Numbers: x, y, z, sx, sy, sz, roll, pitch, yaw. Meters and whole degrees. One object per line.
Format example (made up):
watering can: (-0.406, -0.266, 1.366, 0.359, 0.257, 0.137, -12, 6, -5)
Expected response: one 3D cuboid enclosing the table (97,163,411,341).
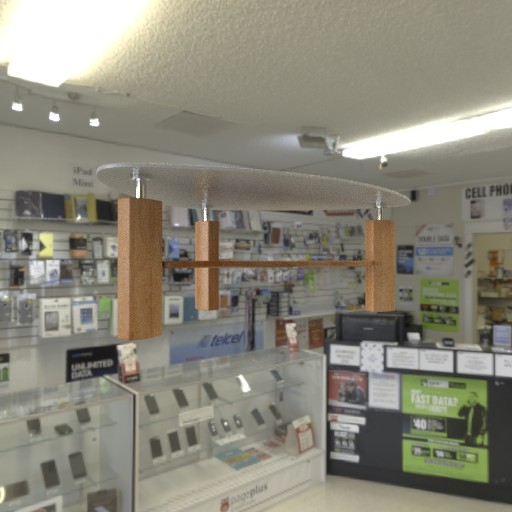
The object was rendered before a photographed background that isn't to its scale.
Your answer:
table: (0.000, 0.000, 1.626, 1.250, 0.440, 0.850, 0, -1, -37)
